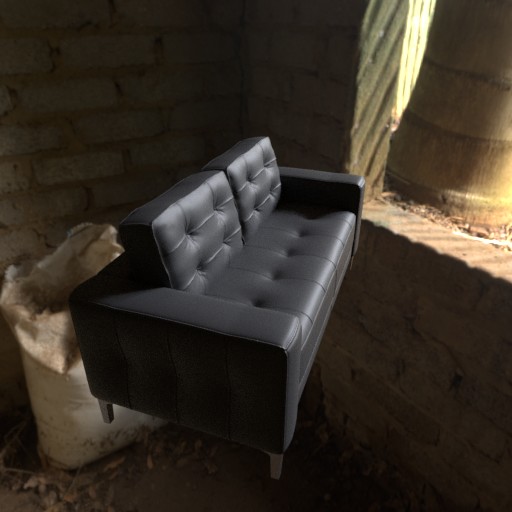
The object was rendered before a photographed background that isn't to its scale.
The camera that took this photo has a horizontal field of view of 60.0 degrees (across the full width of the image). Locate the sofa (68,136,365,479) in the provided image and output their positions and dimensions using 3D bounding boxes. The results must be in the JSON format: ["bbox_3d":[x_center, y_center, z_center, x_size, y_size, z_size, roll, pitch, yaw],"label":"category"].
[{"bbox_3d":[0.000,0.000,2.214,0.833,0.893,1.726,10,30,17],"label":"sofa"}]
